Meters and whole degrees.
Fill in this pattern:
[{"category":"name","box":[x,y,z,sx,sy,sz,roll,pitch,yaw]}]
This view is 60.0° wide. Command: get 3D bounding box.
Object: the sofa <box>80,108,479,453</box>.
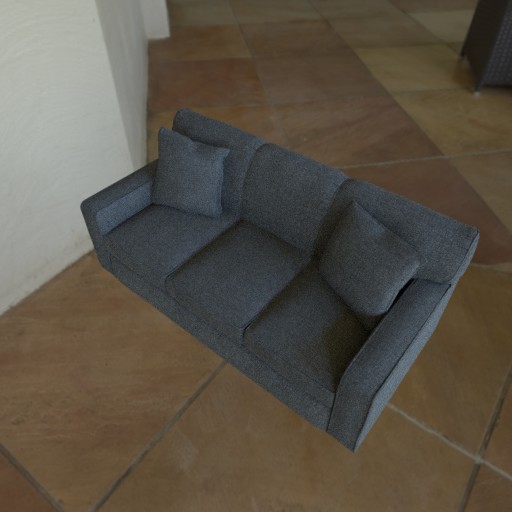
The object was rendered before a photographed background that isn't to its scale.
[{"category":"sofa","box":[0.000,0.000,2.585,2.024,0.958,0.997,30,52,27]}]
